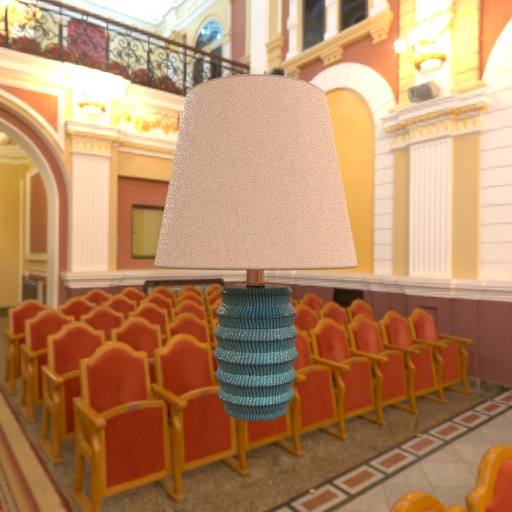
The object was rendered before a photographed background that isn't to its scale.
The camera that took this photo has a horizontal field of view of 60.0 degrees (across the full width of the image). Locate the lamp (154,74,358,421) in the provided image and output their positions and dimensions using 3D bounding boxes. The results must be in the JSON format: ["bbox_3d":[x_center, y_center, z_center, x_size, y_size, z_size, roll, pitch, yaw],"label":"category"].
[{"bbox_3d":[0.000,0.000,0.566,0.254,0.392,0.254,0,0,0],"label":"lamp"}]
